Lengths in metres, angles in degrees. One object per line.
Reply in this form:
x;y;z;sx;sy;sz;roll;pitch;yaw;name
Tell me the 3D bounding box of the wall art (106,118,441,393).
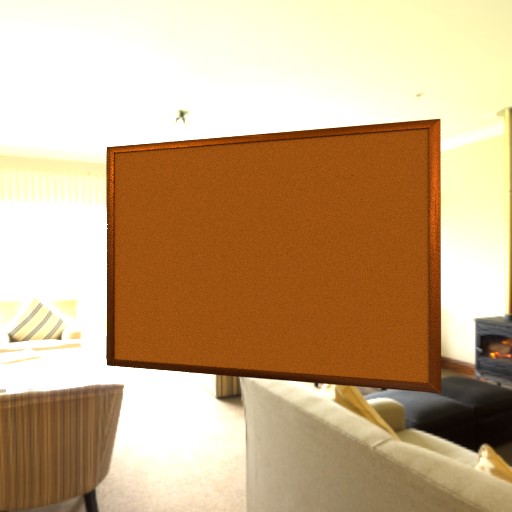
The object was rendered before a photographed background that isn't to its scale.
0.000;0.000;0.558;0.431;0.304;0.012;0;0;17;wall art
